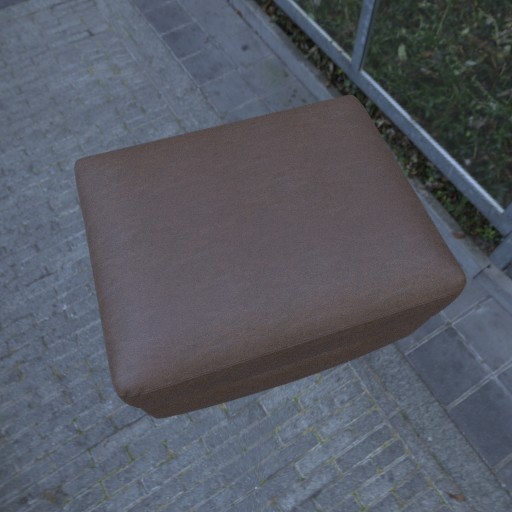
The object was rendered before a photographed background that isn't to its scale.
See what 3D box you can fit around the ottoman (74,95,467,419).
[{"bbox_3d":[0.000,0.000,1.172,0.787,0.508,0.635,-16,64,-8],"label":"ottoman"}]
